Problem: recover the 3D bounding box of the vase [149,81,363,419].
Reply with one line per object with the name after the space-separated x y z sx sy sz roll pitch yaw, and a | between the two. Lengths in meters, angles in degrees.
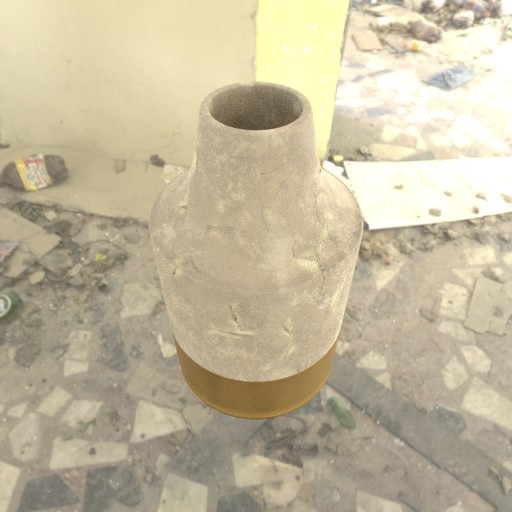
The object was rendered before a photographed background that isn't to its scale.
0.000 0.000 0.421 0.184 0.305 0.184 0 46 0 | vase
